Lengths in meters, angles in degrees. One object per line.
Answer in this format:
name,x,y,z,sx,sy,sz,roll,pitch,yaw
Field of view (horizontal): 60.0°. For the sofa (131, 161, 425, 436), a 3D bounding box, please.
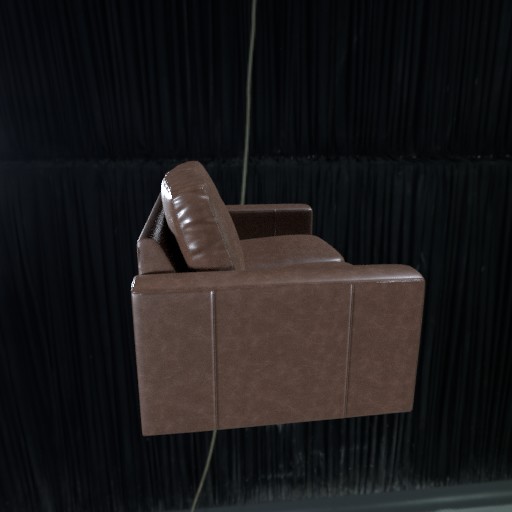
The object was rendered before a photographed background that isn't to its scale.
sofa,0.000,0.000,2.228,1.016,0.873,1.616,-2,16,-8
